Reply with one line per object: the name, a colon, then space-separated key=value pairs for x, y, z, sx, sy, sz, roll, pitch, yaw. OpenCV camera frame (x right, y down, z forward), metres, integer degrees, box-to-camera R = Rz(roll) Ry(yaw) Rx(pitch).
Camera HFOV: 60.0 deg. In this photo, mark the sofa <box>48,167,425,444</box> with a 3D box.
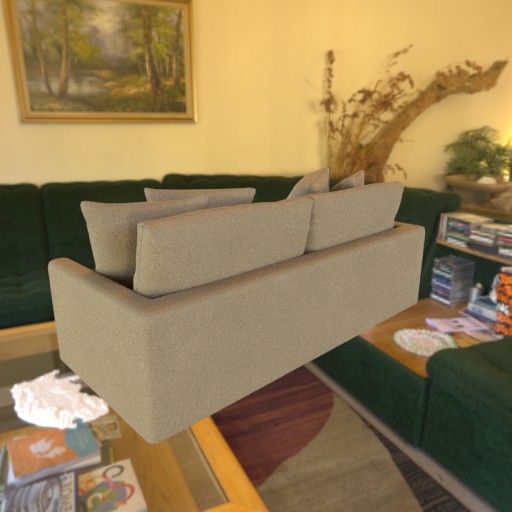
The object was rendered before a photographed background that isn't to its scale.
sofa: x=0.000 y=0.000 z=2.973 sx=2.380 sy=1.084 sz=1.228 roll=-15 pitch=22 yaw=-41
